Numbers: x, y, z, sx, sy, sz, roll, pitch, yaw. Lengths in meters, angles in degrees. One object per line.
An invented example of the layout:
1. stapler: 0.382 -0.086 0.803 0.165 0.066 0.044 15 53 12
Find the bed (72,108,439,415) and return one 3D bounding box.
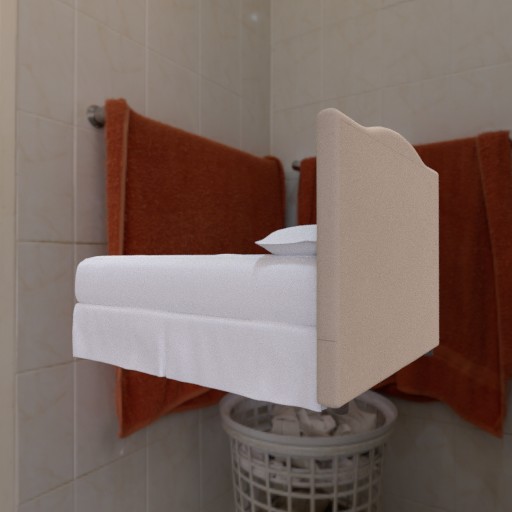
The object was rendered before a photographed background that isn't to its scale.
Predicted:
1. bed: 0.000 0.000 3.093 2.052 1.398 1.678 0 0 36
